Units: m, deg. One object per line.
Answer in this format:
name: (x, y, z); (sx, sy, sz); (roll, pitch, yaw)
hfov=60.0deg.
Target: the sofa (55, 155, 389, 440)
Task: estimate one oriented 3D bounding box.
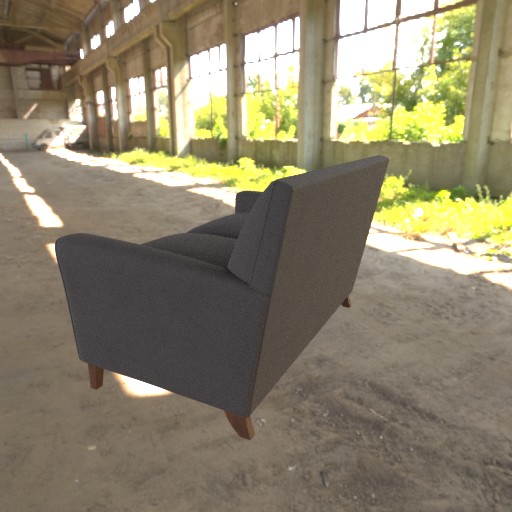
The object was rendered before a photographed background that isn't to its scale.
sofa: (0.000, 0.000, 1.998); (0.871, 0.846, 1.420); (8, 18, 25)
